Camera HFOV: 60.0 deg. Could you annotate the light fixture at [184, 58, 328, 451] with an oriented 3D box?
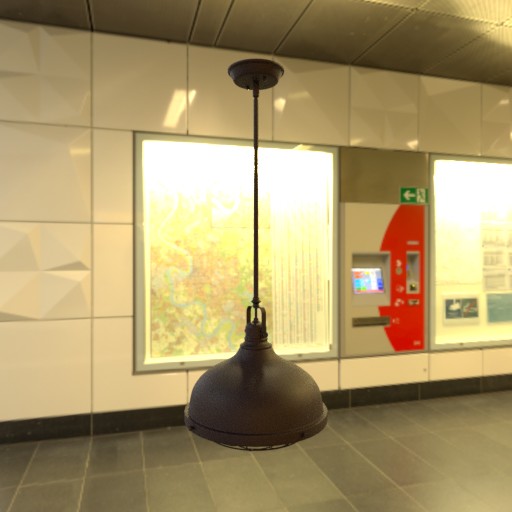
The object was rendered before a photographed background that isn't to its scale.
[{"bbox_3d":[0.000,0.000,1.018,0.341,0.849,0.341,0,0,-36],"label":"light fixture"}]
